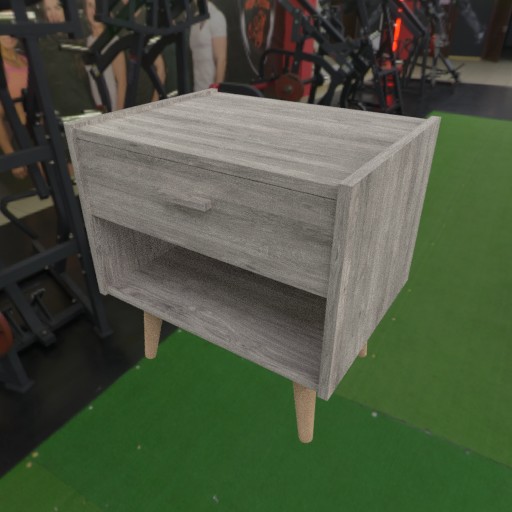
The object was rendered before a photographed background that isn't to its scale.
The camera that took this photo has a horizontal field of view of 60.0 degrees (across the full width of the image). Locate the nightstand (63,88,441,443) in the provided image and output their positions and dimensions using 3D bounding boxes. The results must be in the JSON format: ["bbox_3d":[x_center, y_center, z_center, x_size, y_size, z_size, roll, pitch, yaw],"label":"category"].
[{"bbox_3d":[0.000,0.000,0.834,0.480,0.500,0.380,18,35,28],"label":"nightstand"}]
